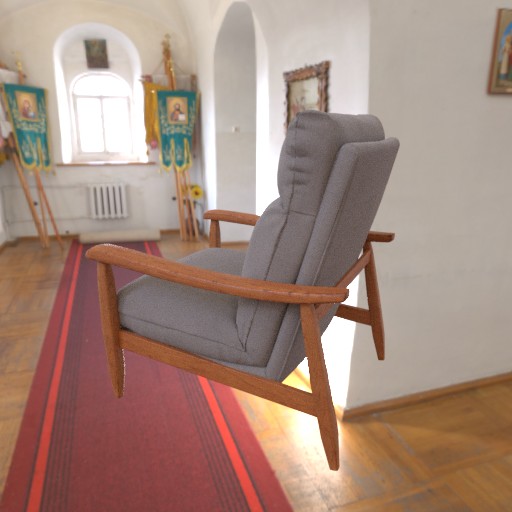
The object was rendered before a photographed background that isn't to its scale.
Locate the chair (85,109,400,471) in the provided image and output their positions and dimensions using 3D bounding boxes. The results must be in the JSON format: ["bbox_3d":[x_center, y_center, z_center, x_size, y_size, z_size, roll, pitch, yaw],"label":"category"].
[{"bbox_3d":[0.000,0.000,1.504,0.816,0.922,0.782,8,18,25],"label":"chair"}]
